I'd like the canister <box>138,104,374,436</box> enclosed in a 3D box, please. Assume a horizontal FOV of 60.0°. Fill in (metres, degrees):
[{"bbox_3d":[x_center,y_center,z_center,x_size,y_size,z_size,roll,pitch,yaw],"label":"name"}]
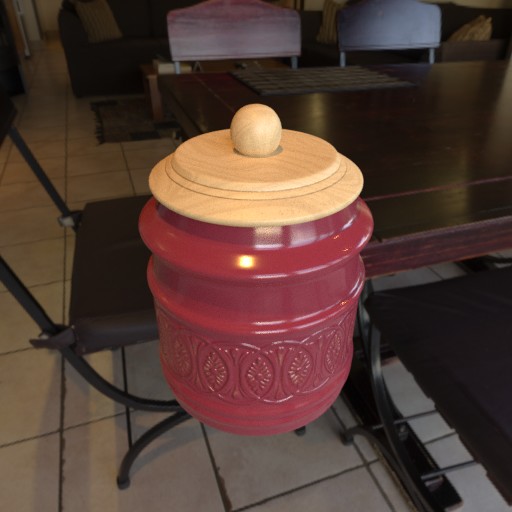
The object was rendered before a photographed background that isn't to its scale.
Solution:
[{"bbox_3d":[0.000,0.000,0.266,0.130,0.176,0.130,0,33,0],"label":"canister"}]
